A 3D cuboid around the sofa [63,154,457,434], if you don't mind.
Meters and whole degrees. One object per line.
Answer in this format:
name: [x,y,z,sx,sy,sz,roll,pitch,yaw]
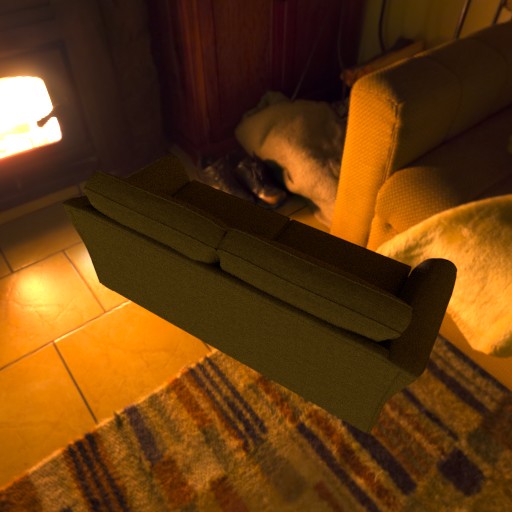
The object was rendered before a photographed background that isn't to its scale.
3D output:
sofa: [0.000,0.000,2.789,2.270,0.950,0.971,24,51,22]
